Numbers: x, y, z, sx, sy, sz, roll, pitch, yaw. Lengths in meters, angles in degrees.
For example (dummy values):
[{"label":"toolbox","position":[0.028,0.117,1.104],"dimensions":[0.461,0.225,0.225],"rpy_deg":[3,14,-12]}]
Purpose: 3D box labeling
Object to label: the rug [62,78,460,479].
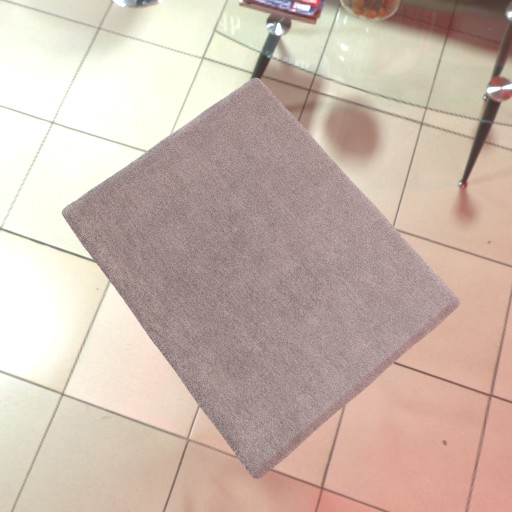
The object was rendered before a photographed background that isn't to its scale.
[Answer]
[{"label":"rug","position":[0.000,0.000,3.976],"dimensions":[2.332,0.027,2.933],"rpy_deg":[-38,79,-9]}]
